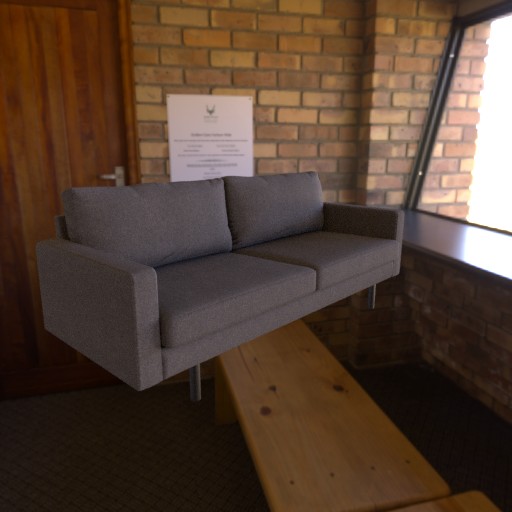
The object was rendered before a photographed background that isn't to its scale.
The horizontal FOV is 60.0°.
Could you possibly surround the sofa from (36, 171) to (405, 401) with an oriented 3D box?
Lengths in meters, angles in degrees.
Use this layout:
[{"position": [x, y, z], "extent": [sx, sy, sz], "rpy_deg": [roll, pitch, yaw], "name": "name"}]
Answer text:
[{"position": [0.000, 0.000, 2.563], "extent": [0.880, 0.880, 2.100], "rpy_deg": [13, 19, 42], "name": "sofa"}]
